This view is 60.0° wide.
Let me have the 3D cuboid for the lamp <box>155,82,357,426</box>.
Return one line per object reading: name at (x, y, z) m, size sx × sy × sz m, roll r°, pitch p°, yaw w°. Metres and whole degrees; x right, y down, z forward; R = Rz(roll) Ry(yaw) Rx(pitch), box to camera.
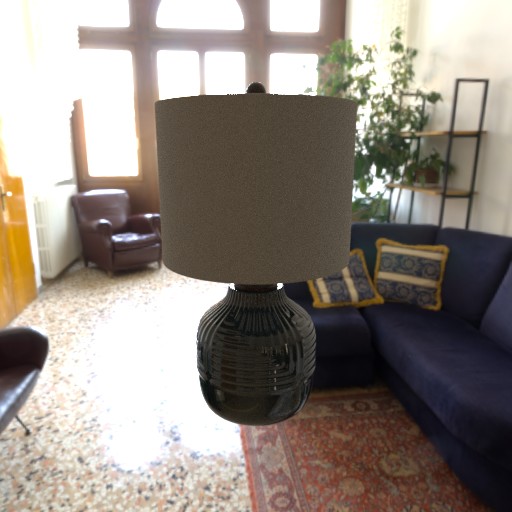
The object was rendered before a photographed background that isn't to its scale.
lamp at (0.000, 0.000, 0.770) m, size 0.318 × 0.567 × 0.318 m, roll 0°, pitch 14°, yaw 0°
